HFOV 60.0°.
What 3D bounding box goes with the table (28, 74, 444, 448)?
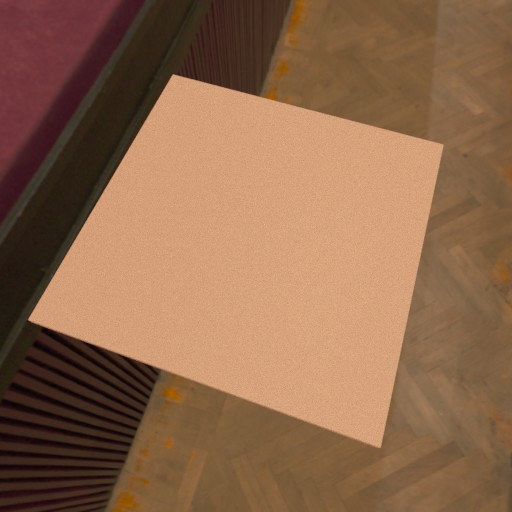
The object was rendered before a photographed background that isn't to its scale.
[{"bbox_3d":[0.000,0.000,1.057,0.670,0.305,0.670,17,66,8],"label":"table"}]
